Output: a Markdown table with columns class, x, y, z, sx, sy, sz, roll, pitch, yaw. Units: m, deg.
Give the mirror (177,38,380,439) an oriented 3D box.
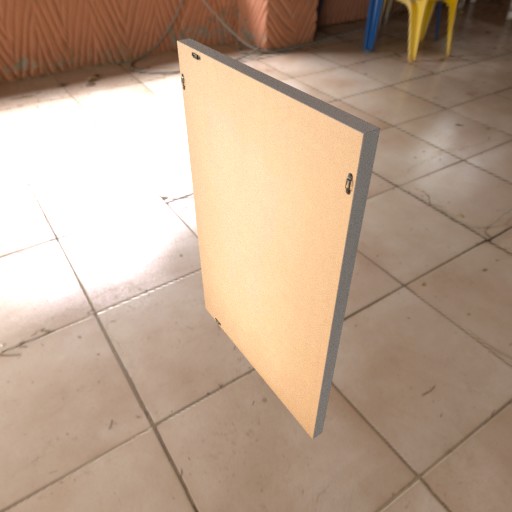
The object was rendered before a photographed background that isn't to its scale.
| class | x | y | z | sx | sy | sz | roll | pitch | yaw |
| --- | --- | --- | --- | --- | --- | --- | --- | --- | --- |
| mirror | 0.000 | 0.000 | 1.151 | 0.040 | 0.915 | 0.609 | -24 | 46 | -26 |
